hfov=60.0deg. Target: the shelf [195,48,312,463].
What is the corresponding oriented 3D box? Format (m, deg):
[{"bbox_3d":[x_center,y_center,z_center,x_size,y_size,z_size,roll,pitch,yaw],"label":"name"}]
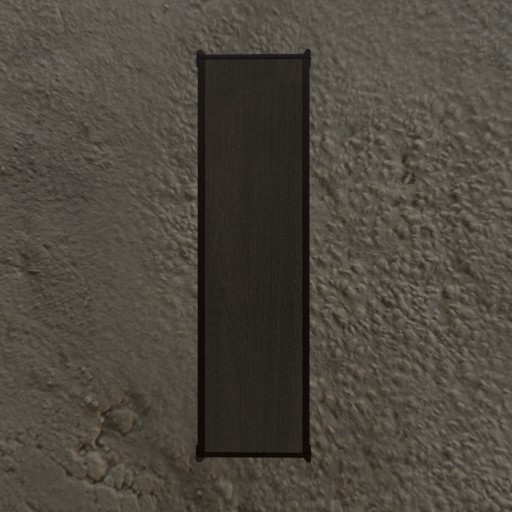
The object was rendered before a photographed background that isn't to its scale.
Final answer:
[{"bbox_3d":[0.000,0.000,1.840,0.344,1.063,1.403,0,90,1],"label":"shelf"}]
